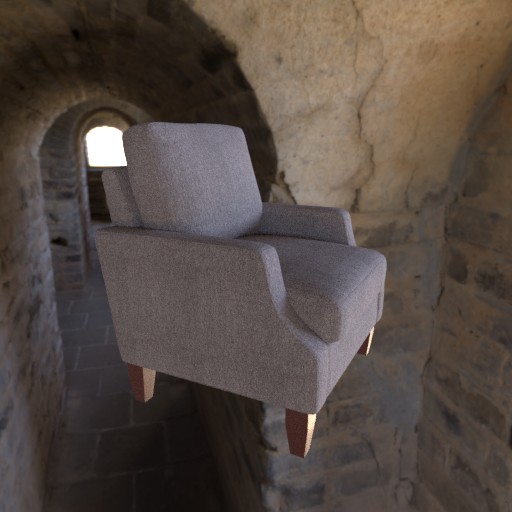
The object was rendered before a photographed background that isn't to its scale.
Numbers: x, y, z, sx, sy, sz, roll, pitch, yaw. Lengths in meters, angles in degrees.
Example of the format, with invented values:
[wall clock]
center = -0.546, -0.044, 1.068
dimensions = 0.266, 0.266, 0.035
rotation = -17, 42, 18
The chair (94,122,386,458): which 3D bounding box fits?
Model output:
[chair]
center = 0.000, 0.000, 1.720
dimensions = 0.897, 0.993, 0.855
rotation = 8, 17, 27
